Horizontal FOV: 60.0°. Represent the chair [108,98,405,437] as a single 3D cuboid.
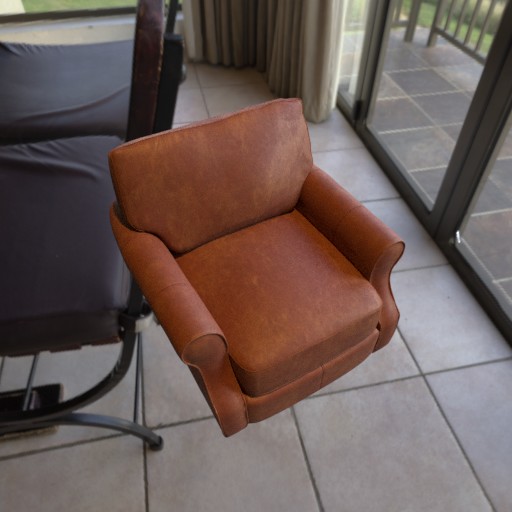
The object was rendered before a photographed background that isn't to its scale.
[{"bbox_3d":[0.000,0.000,1.840,0.983,0.962,0.986,-23,50,-21],"label":"chair"}]
